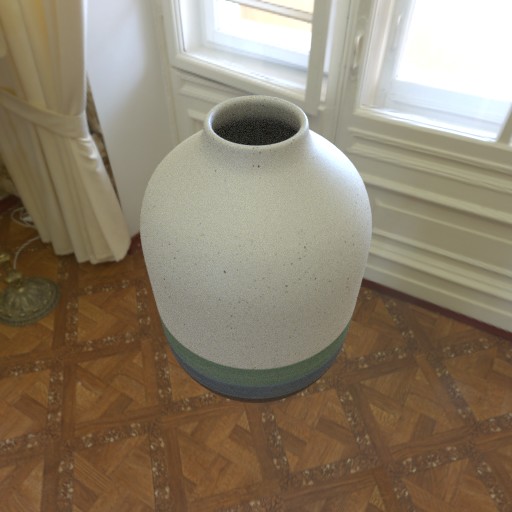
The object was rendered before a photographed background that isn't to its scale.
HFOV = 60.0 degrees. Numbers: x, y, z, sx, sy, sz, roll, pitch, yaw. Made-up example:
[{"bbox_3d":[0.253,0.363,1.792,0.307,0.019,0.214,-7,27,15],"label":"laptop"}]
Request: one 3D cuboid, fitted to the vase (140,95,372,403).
[{"bbox_3d":[0.000,0.000,0.356,0.169,0.240,0.169,0,46,0],"label":"vase"}]
